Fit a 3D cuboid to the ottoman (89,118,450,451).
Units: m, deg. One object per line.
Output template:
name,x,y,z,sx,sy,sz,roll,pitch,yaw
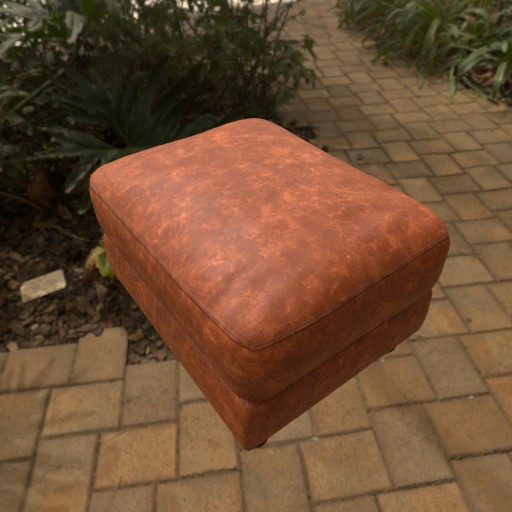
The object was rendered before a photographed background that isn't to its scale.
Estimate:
ottoman,0.000,0.000,1.268,0.657,0.562,0.832,-26,47,-27
